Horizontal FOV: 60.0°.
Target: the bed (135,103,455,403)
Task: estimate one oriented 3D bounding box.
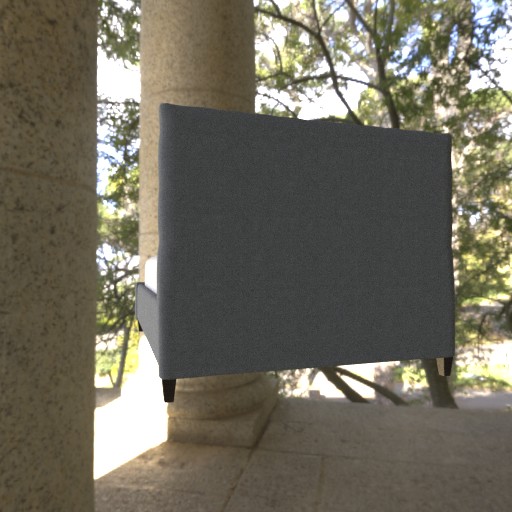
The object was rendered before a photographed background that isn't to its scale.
[{"bbox_3d":[0.000,0.000,3.410,1.698,1.411,2.335,0,-1,-18],"label":"bed"}]
